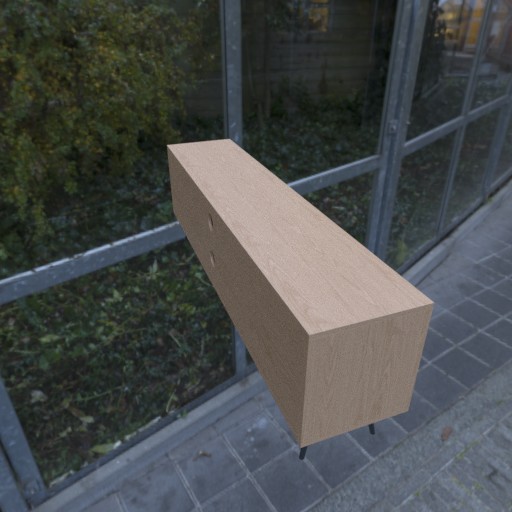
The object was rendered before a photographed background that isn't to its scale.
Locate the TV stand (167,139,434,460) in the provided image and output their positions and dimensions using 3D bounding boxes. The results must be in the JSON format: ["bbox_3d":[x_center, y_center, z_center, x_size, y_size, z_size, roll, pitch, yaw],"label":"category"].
[{"bbox_3d":[0.000,0.000,1.980,0.400,0.580,1.760,-11,31,-18],"label":"TV stand"}]
